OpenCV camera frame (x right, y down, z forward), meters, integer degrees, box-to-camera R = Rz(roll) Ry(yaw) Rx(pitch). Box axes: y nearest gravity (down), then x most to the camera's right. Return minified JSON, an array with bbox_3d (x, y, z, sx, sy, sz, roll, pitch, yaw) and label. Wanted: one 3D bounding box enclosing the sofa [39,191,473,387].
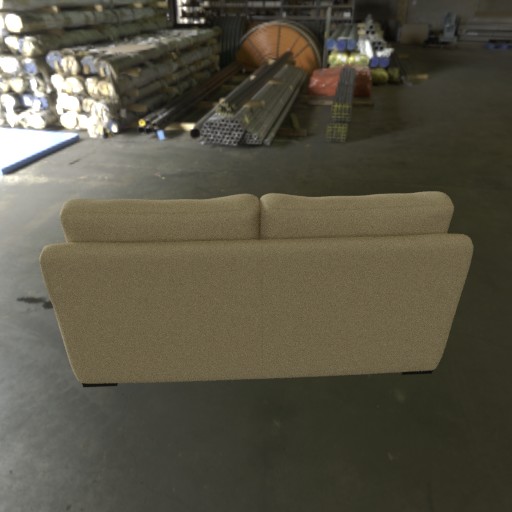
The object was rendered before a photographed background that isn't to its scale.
[{"bbox_3d":[0.000,0.000,2.430,1.885,0.967,0.962,-2,31,-3],"label":"sofa"}]
